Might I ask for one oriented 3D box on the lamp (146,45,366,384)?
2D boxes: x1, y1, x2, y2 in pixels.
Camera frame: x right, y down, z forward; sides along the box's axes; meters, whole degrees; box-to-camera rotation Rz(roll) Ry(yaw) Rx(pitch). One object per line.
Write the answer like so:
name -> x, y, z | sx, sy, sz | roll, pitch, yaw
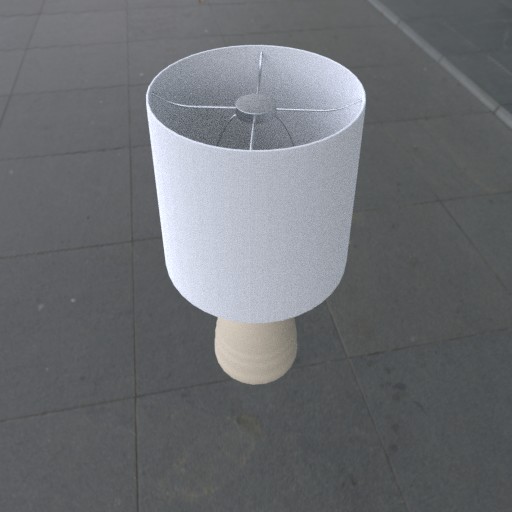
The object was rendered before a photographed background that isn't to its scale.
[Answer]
lamp -> 0.000, 0.000, 0.469 | 0.186, 0.369, 0.186 | 0, 47, 0
